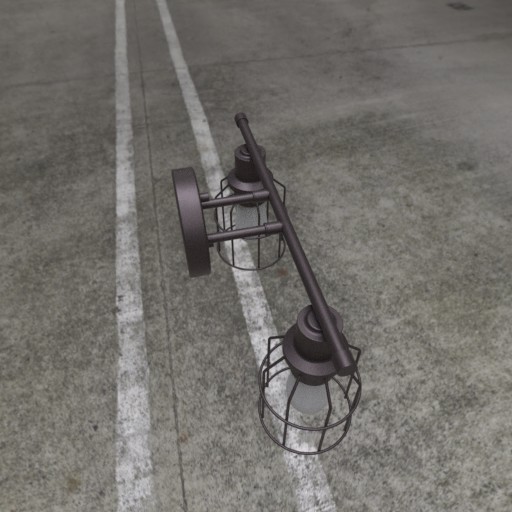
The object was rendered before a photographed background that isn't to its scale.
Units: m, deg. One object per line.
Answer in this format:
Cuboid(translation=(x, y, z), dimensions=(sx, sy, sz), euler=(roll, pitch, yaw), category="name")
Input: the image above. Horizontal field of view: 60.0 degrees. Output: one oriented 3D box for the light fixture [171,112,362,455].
Cuboid(translation=(0.000, 0.000, 0.535), dimensions=(0.165, 0.254, 0.406), euler=(-10, 47, -9), category="light fixture")
